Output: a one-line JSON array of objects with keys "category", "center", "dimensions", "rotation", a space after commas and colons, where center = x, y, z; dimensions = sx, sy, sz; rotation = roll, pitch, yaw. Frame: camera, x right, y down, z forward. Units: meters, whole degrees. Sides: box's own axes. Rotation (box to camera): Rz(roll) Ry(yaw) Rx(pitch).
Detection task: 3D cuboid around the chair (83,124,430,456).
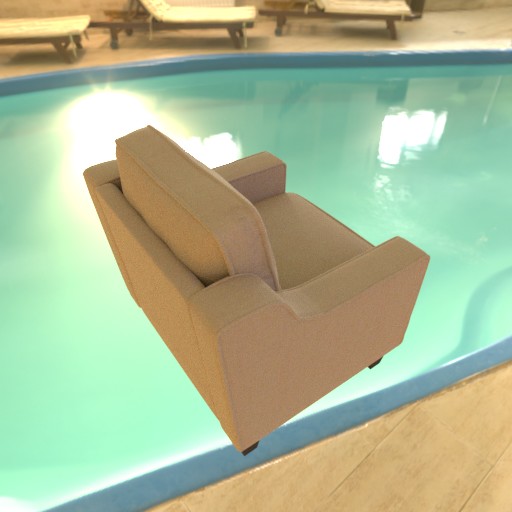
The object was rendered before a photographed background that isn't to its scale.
[{"category": "chair", "center": [0.000, 0.000, 1.673], "dimensions": [0.882, 0.948, 0.922], "rotation": [-24, 46, -26]}]
